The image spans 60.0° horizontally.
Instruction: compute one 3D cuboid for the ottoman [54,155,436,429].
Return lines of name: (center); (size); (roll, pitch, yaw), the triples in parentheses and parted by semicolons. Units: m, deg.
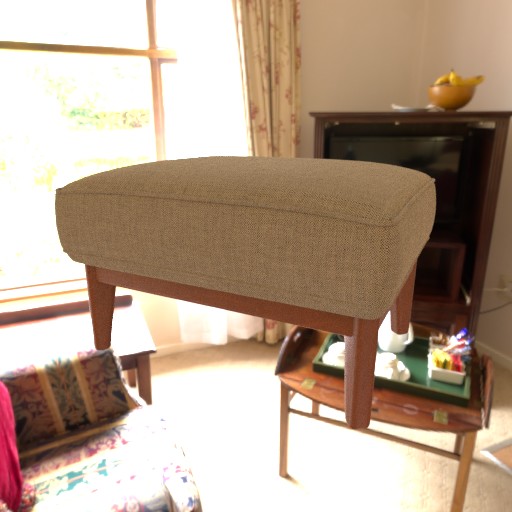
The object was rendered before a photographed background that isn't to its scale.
ottoman: (0.000, 0.000, 1.080); (0.750, 0.458, 0.555); (8, 19, 26)
